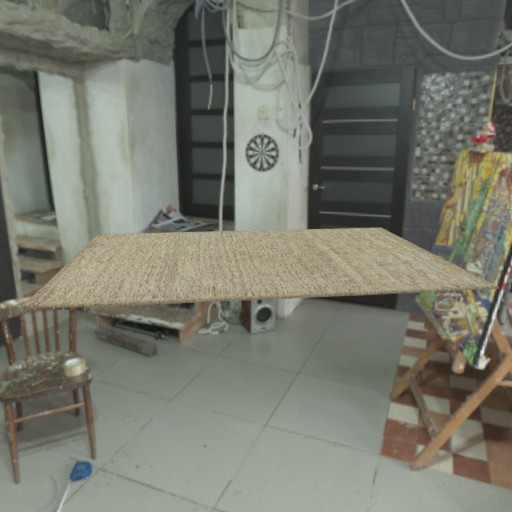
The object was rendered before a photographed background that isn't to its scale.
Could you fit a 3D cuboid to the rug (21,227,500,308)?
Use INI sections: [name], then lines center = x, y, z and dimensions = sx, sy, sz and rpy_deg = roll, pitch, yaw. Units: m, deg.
[rug]
center = 0.000, 0.000, 2.251
dimensions = 1.822, 0.018, 1.211
rpy_deg = -2, 15, -7
